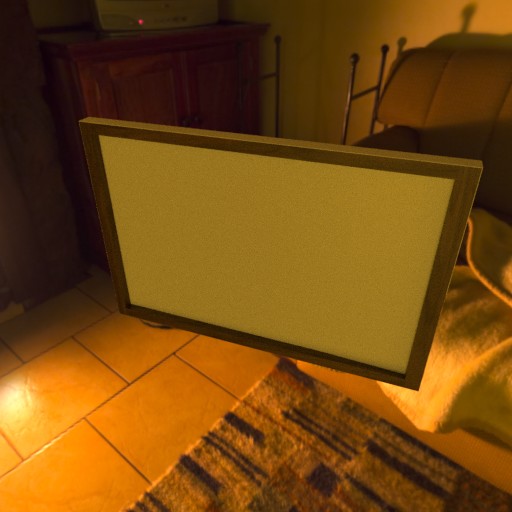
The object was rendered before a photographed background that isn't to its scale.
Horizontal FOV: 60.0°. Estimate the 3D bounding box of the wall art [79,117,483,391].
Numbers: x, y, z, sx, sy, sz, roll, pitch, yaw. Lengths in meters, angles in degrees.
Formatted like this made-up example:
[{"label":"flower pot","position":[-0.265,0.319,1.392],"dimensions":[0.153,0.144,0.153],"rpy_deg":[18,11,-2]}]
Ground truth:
[{"label":"wall art","position":[0.000,0.000,1.415],"dimensions":[1.138,0.761,0.051],"rpy_deg":[11,34,17]}]
